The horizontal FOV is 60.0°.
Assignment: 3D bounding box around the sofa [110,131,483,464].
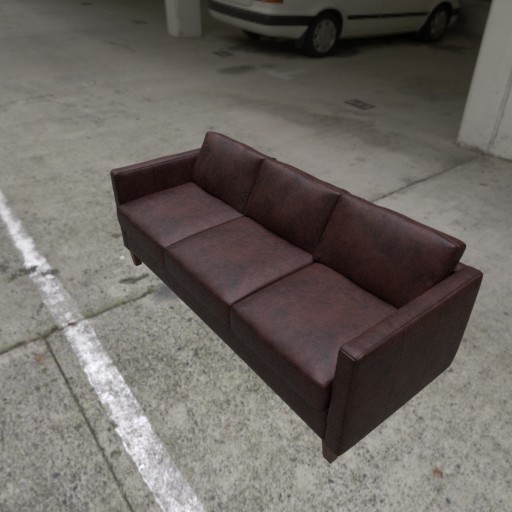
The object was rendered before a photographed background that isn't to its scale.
[{"bbox_3d":[0.000,0.000,2.937,1.045,1.006,2.464,-23,40,-31],"label":"sofa"}]
